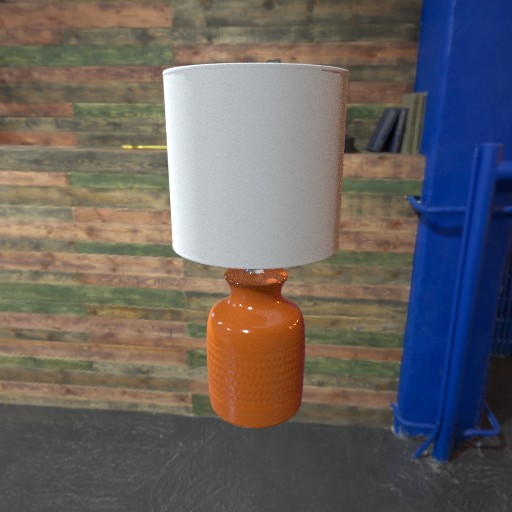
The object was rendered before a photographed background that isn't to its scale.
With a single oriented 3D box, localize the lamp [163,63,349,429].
[{"bbox_3d":[0.000,0.000,1.141,0.418,0.871,0.418,2,17,7],"label":"lamp"}]
